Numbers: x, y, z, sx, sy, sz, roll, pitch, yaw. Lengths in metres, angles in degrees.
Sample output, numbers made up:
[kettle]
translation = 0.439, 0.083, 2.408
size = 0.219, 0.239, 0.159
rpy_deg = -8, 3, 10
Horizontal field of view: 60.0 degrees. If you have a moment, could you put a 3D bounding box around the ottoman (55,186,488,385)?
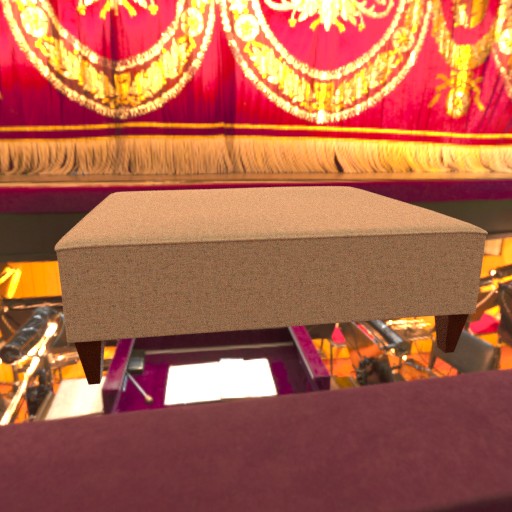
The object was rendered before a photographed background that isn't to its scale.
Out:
[ottoman]
translation = 0.000, 0.000, 1.214
size = 0.835, 0.303, 0.736
rpy_deg = -3, 16, -10
